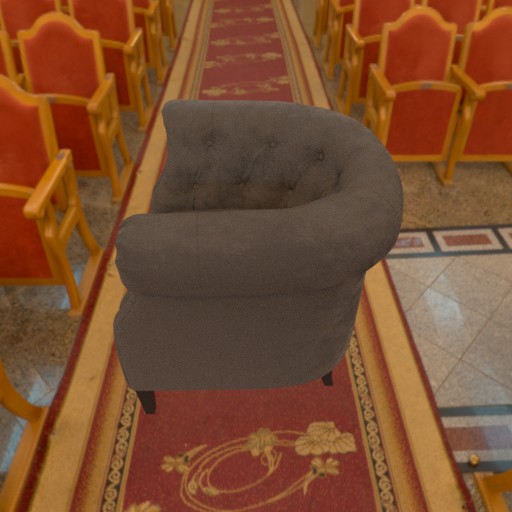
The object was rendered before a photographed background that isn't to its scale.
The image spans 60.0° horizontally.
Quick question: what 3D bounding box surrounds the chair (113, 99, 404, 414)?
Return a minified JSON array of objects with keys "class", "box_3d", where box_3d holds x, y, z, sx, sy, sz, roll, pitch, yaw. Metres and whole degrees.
[{"class":"chair","box_3d":[0.000,0.000,1.550,0.851,0.826,0.904,-1,41,-1]}]
